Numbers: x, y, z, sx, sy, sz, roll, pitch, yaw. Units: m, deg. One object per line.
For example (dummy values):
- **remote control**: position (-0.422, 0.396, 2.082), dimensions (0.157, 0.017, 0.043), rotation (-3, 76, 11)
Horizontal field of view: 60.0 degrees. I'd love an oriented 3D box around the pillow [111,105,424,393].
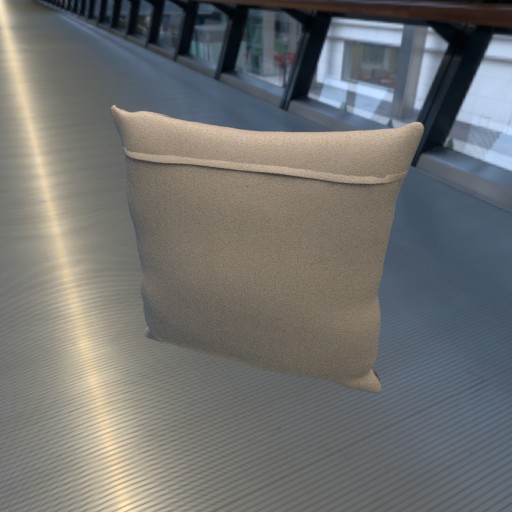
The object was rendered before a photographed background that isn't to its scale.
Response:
- **pillow**: position (0.000, 0.000, 0.689), dimensions (0.440, 0.441, 0.182), rotation (9, 32, 15)
